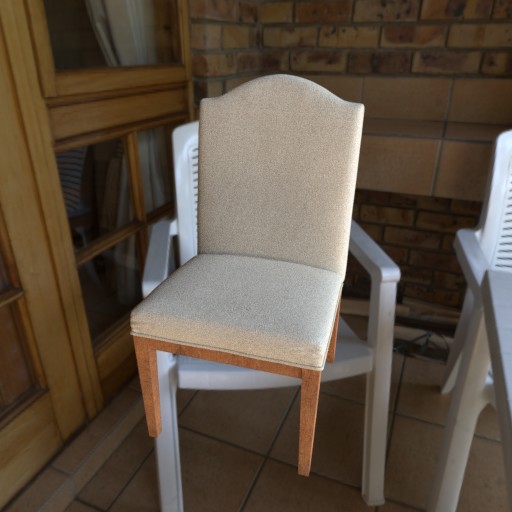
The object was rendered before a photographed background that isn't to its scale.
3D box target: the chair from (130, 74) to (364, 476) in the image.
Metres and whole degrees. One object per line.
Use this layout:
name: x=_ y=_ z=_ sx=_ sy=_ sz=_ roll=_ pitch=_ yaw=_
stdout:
chair: x=0.000 y=0.000 z=1.372 sx=0.534 sy=1.012 sz=0.648 roll=7 pitch=26 yaw=15
